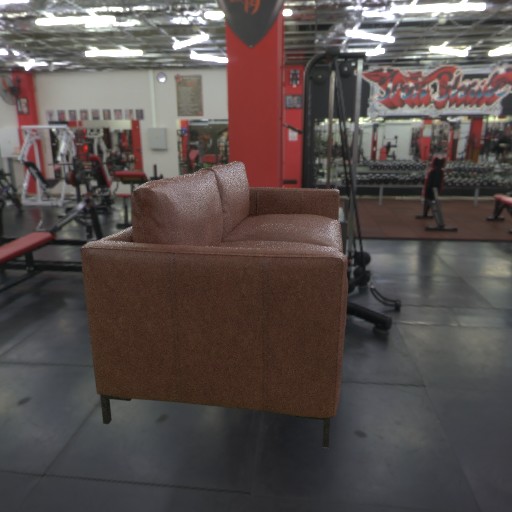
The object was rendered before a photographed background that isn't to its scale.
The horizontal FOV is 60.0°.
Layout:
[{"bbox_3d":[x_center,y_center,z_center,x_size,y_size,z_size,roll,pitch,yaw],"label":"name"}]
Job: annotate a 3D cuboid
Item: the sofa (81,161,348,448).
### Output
[{"bbox_3d":[0.000,0.000,2.269,0.899,0.883,1.797,2,15,9],"label":"sofa"}]
